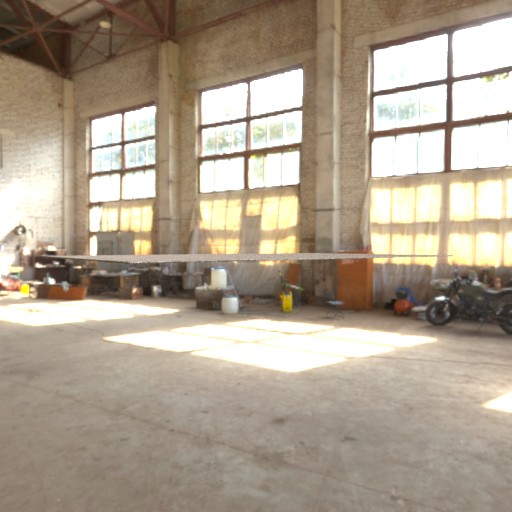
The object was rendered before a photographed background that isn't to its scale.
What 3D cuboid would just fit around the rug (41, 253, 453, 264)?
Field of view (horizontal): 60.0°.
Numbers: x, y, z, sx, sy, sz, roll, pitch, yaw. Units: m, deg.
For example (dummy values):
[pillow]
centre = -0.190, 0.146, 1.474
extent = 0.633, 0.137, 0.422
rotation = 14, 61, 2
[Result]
[rug]
centre = 0.000, 0.000, 3.078
extent = 2.442, 0.010, 1.546
rotation = -1, 1, -38
